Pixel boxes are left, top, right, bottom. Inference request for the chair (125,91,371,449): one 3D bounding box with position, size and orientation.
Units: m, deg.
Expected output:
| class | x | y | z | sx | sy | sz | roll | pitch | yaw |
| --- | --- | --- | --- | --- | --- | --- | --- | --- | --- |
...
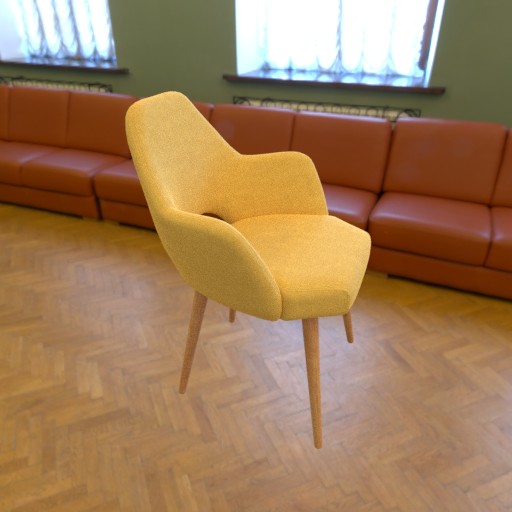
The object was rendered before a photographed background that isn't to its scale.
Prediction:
| class | x | y | z | sx | sy | sz | roll | pitch | yaw |
| --- | --- | --- | --- | --- | --- | --- | --- | --- | --- |
| chair | 0.000 | 0.000 | 1.268 | 0.610 | 0.840 | 0.590 | 11 | 32 | 18 |
